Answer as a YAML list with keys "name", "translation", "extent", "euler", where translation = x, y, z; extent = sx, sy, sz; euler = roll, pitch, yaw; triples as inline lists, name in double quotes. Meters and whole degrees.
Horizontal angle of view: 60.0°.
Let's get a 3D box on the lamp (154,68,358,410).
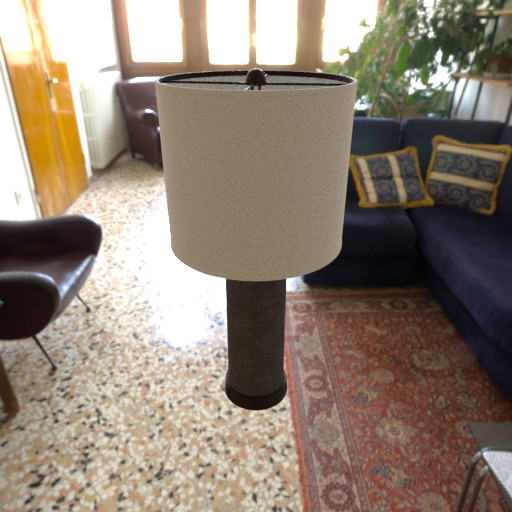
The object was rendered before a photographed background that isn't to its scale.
- name: "lamp"
  translation: [0.000, 0.000, 0.806]
  extent: [0.301, 0.630, 0.301]
  euler: [-19, 32, -32]
